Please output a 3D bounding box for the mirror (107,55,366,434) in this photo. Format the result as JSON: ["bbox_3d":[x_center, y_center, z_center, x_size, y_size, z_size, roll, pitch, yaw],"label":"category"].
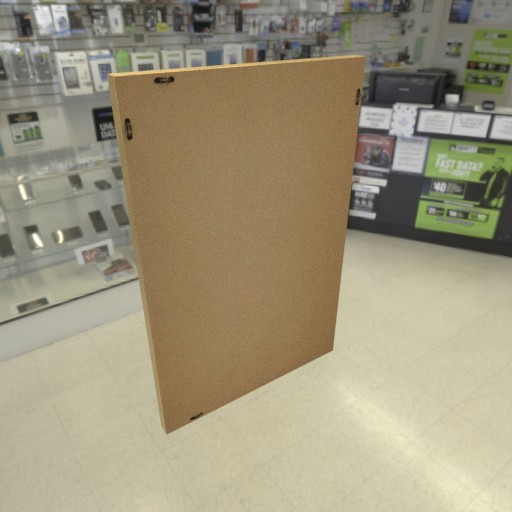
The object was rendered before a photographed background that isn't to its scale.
[{"bbox_3d":[0.000,0.000,1.143,0.609,0.915,0.040,-18,34,-29],"label":"mirror"}]
